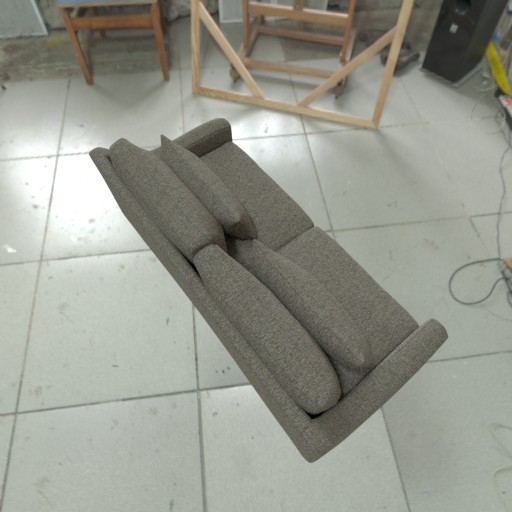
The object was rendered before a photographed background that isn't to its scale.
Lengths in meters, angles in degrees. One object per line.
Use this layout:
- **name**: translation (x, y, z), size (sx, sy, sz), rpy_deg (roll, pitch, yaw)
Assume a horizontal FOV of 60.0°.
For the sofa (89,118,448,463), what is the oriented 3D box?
- **sofa**: translation (0.000, 0.000, 2.982), size (1.103, 0.998, 2.418), rpy_deg (-32, 63, -19)
